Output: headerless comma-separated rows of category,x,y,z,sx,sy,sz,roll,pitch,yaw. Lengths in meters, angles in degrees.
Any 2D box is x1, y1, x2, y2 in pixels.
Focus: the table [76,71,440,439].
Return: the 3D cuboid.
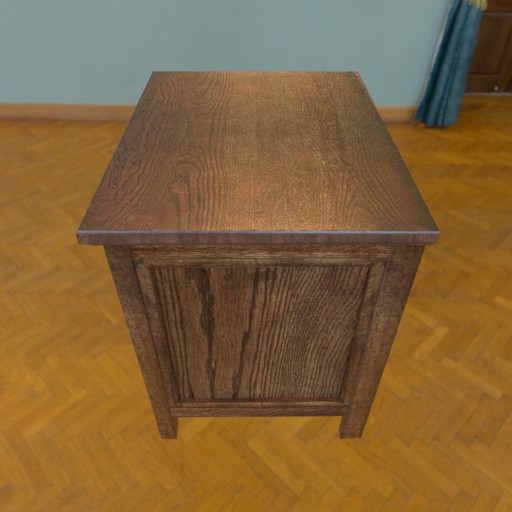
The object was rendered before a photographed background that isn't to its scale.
table,0.000,0.000,0.973,0.461,0.597,0.586,0,42,0
